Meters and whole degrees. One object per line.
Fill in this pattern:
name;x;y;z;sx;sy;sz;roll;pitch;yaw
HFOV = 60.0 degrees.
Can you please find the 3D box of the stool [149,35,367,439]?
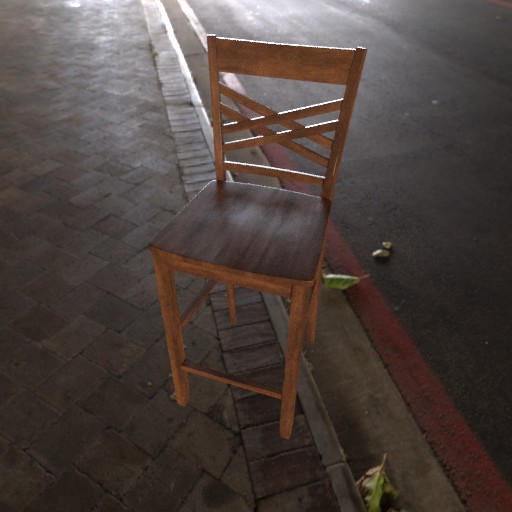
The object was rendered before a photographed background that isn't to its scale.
stool;0.000;0.000;1.340;0.433;1.105;0.487;12;41;14
